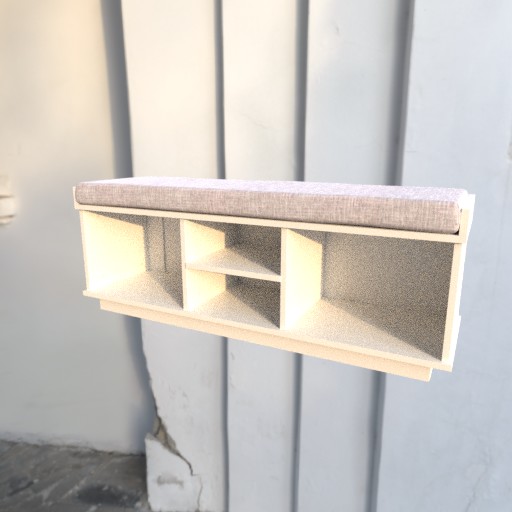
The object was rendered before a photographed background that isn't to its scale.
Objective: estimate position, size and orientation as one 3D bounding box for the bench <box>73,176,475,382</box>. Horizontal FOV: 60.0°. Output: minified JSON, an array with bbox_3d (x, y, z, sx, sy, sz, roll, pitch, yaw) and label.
[{"bbox_3d":[0.000,0.000,1.402,1.196,0.453,0.363,7,16,26],"label":"bench"}]
